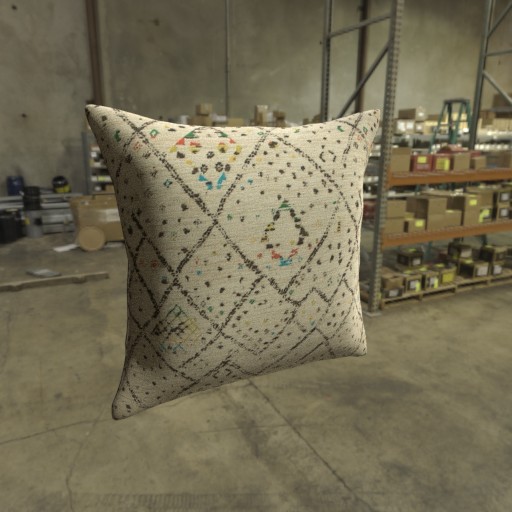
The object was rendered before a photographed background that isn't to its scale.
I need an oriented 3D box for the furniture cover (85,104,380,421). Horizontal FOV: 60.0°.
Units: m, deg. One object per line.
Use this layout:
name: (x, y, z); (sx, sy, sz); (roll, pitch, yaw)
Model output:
furniture cover: (0.000, 0.000, 0.771); (0.525, 0.498, 0.180); (-8, 17, -26)
